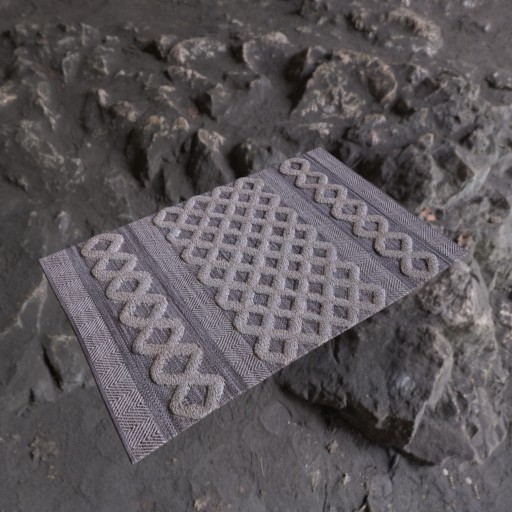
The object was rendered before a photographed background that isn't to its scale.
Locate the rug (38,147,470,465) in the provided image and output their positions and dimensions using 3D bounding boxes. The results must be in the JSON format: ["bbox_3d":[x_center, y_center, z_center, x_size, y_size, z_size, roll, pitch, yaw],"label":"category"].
[{"bbox_3d":[0.000,0.000,2.830,2.333,0.033,1.513,-26,51,-23],"label":"rug"}]
